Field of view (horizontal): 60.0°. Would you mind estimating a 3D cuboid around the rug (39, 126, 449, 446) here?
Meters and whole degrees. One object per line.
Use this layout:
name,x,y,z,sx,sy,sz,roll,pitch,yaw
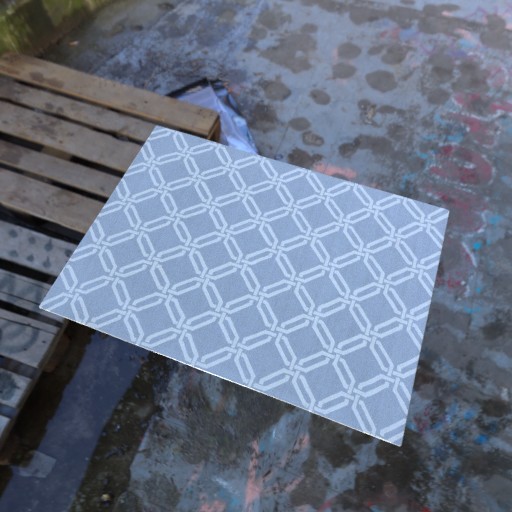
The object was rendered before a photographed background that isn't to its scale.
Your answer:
rug,0.000,0.000,2.736,2.133,0.013,1.522,18,64,9
